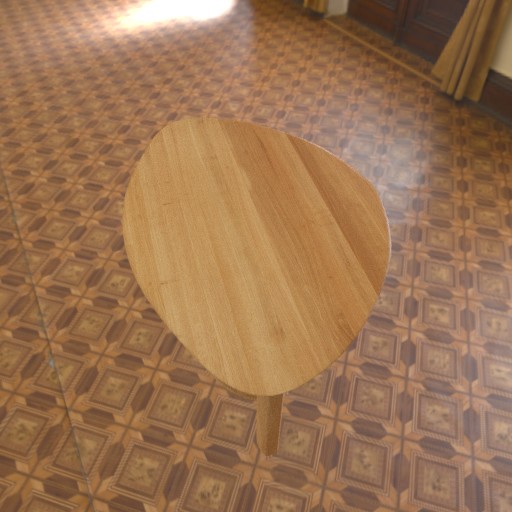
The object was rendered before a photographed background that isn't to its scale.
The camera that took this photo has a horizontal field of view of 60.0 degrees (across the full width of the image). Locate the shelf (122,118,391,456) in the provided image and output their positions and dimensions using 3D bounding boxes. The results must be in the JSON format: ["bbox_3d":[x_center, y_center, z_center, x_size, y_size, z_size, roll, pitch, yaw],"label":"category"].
[{"bbox_3d":[0.000,0.000,1.596,0.845,0.440,1.246,-12,48,-11],"label":"shelf"}]
